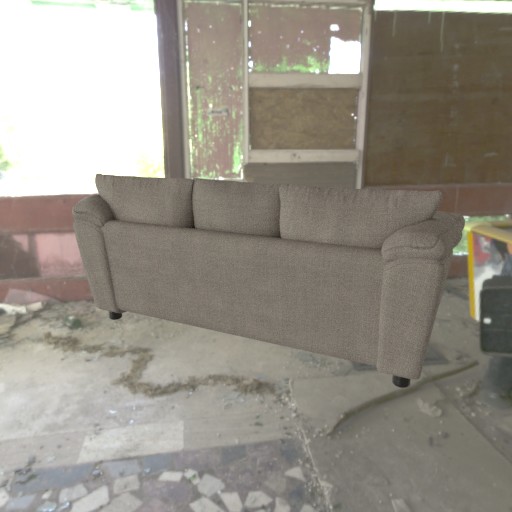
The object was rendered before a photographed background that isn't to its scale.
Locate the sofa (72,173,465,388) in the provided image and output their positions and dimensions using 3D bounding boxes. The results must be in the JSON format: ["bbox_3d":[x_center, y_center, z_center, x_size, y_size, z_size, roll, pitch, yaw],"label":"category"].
[{"bbox_3d":[0.000,0.000,2.809,2.334,0.996,0.878,7,17,25],"label":"sofa"}]
